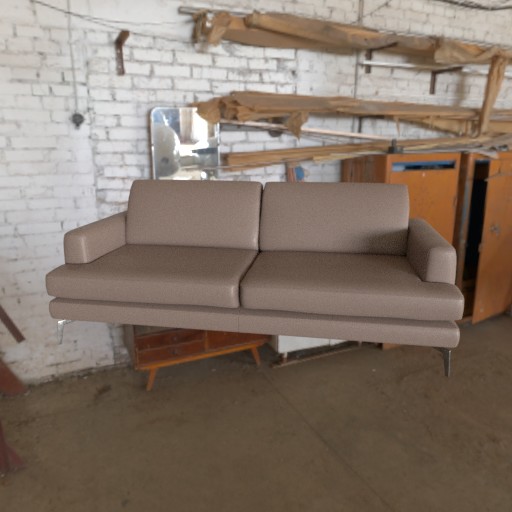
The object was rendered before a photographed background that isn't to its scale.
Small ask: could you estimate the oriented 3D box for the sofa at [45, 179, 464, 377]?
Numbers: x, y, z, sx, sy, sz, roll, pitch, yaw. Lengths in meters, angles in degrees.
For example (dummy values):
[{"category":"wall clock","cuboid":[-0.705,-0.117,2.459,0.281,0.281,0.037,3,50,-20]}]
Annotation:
[{"category":"sofa","cuboid":[0.000,0.000,2.440,1.940,0.765,0.974,3,15,9]}]
